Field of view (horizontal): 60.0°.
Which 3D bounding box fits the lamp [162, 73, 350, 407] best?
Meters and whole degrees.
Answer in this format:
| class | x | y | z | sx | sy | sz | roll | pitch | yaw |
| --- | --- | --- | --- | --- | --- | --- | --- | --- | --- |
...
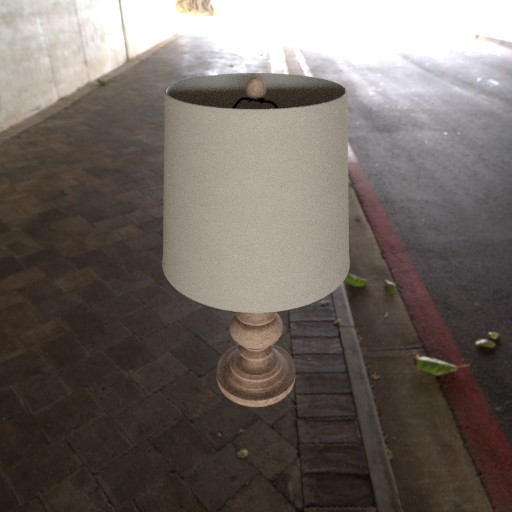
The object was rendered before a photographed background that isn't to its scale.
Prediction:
| class | x | y | z | sx | sy | sz | roll | pitch | yaw |
| --- | --- | --- | --- | --- | --- | --- | --- | --- | --- |
| lamp | 0.000 | 0.000 | 0.657 | 0.273 | 0.497 | 0.273 | 0 | 31 | 0 |
